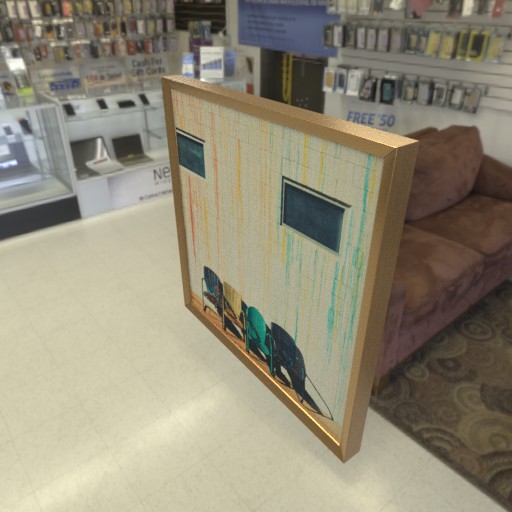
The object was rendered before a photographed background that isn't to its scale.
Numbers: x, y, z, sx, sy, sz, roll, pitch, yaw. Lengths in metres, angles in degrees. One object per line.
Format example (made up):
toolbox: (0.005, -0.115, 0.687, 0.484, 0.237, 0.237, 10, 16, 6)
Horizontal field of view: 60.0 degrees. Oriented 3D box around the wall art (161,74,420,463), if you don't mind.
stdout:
wall art: (0.000, 0.000, 0.745, 0.037, 0.505, 0.505, -21, 37, -31)
